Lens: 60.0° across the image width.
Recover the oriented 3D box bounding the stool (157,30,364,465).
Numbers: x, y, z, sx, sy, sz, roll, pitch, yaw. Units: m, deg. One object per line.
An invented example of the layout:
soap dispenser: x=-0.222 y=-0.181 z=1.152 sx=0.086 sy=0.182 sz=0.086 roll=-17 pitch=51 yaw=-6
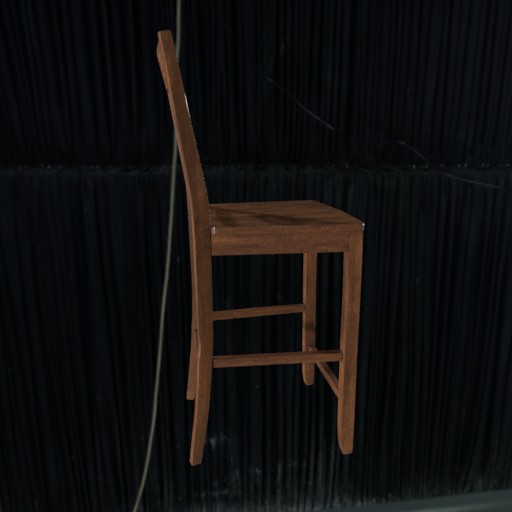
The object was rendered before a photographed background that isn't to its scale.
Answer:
stool: x=0.000 y=0.000 z=1.292 sx=0.504 sy=1.098 sz=0.426 roll=-3 pitch=15 yaw=-10
